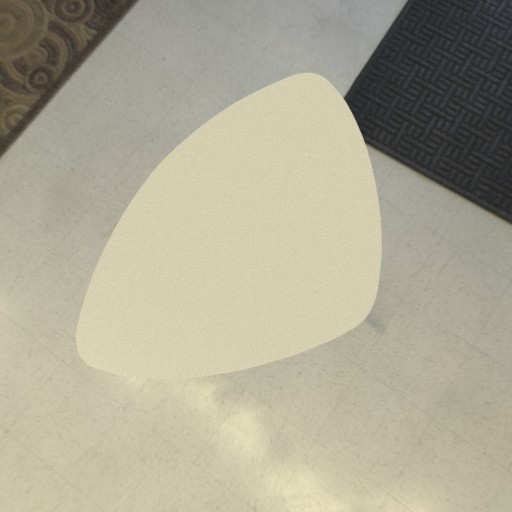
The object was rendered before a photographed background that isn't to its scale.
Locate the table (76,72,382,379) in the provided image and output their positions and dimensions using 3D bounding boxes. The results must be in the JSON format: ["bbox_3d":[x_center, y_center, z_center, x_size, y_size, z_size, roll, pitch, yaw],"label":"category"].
[{"bbox_3d":[0.000,0.000,1.658,0.850,0.440,1.250,37,80,8],"label":"table"}]
